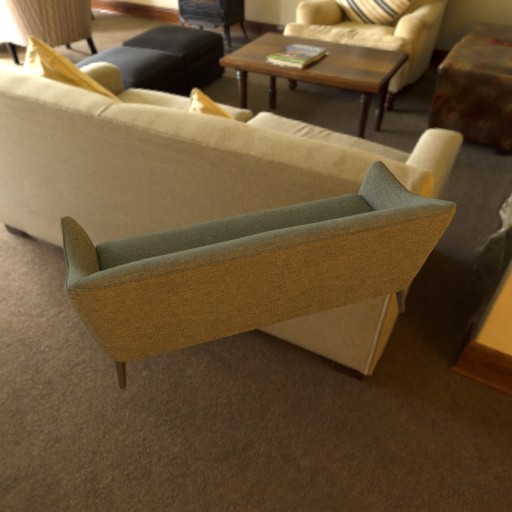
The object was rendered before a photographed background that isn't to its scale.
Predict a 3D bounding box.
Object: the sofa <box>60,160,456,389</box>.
[{"bbox_3d":[0.000,0.000,2.418,1.928,0.829,0.867,-12,43,-14],"label":"sofa"}]
